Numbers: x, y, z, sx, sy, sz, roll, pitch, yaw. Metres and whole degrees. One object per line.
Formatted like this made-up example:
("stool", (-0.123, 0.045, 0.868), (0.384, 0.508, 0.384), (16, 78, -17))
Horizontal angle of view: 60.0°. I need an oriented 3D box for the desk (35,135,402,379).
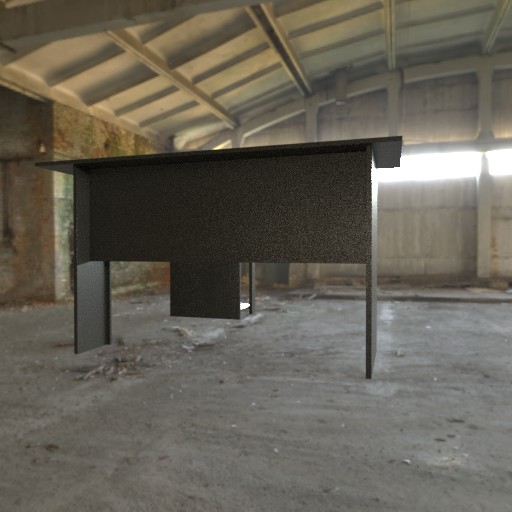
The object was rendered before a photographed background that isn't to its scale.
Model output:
("desk", (0.000, 0.000, 2.113), (1.303, 0.716, 1.361), (0, 1, 17))
